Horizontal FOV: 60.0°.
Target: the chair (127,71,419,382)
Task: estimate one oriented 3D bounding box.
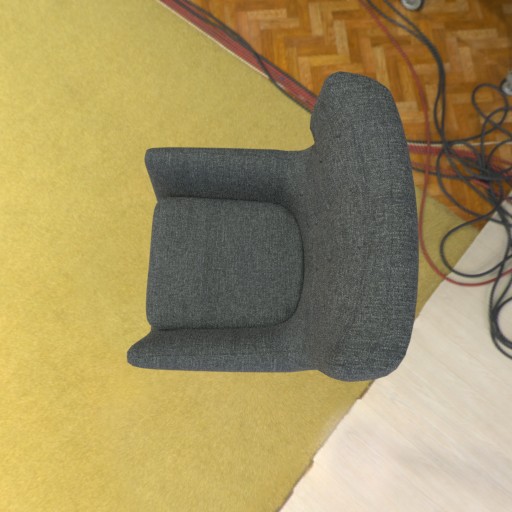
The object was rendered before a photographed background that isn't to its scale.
[{"bbox_3d":[0.000,0.000,1.679,0.904,1.063,0.878,1,76,0],"label":"chair"}]
